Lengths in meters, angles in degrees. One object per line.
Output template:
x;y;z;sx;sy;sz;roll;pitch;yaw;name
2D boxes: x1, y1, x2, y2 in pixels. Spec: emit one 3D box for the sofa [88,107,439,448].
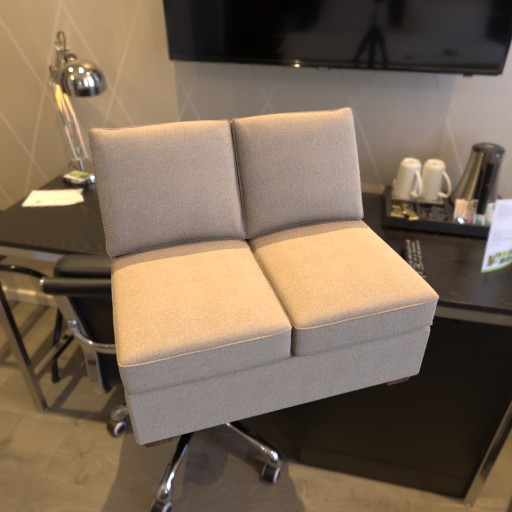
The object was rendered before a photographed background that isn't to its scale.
0.000;0.000;1.925;1.232;1.006;0.978;-9;34;-14;sofa
